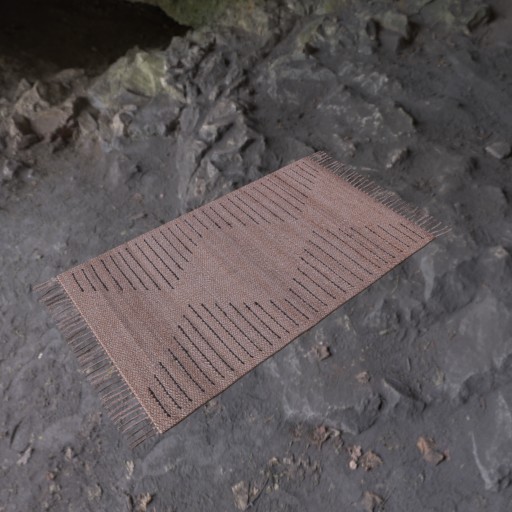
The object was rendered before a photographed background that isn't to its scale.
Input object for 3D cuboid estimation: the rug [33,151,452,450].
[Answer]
[{"bbox_3d":[0.000,0.000,2.002,1.718,0.017,0.905,-30,52,-26],"label":"rug"}]
